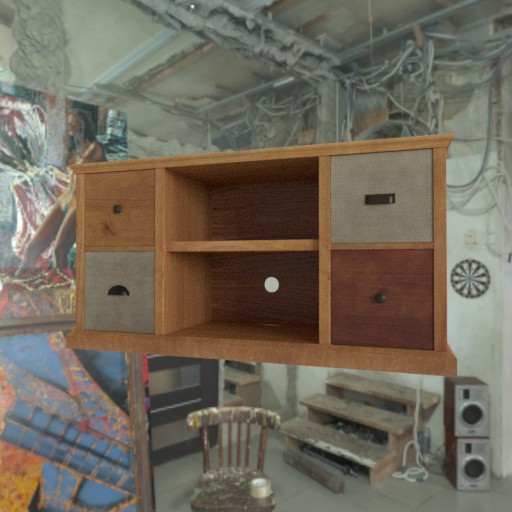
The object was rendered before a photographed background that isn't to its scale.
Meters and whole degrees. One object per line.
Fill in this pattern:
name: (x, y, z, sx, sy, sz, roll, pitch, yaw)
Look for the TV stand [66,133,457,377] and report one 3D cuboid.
TV stand: (0.000, 0.000, 1.479, 1.181, 0.607, 0.417, 0, -1, 18)
